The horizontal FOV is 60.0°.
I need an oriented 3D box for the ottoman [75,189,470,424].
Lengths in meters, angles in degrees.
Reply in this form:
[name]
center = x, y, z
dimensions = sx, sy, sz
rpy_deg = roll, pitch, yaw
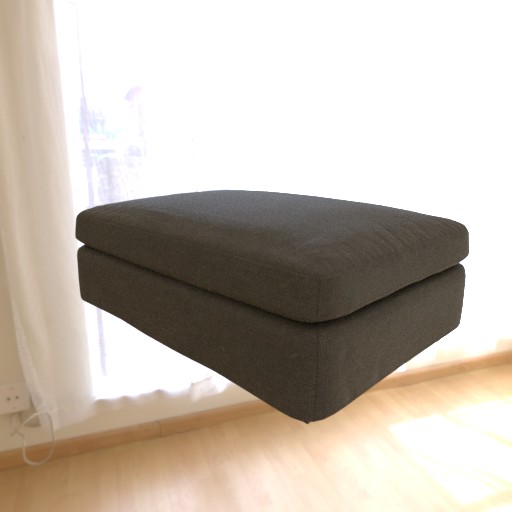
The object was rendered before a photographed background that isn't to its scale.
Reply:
[ottoman]
center = 0.000, 0.000, 1.579
dimensions = 0.840, 0.429, 1.199
rpy_deg = -14, 20, -43
